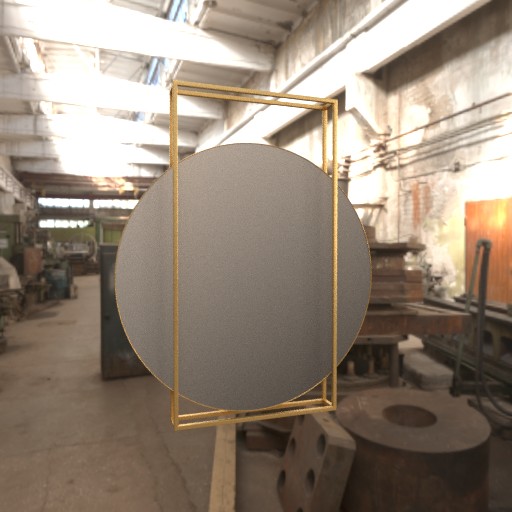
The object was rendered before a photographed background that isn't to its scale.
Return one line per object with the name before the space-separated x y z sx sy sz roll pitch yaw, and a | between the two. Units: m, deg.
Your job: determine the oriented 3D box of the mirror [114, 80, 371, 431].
mirror | 0.000 0.000 0.835 0.508 0.603 0.051 0 1 -18
